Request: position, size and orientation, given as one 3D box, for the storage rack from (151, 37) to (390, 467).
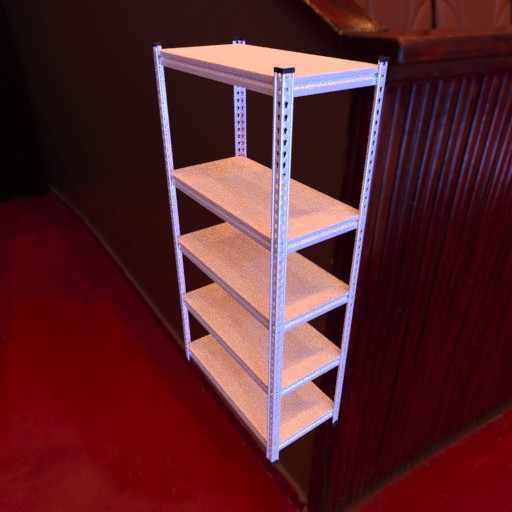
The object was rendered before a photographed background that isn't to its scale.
[{"bbox_3d":[0.000,0.000,2.150,0.457,1.829,0.914,-20,36,-30],"label":"storage rack"}]
